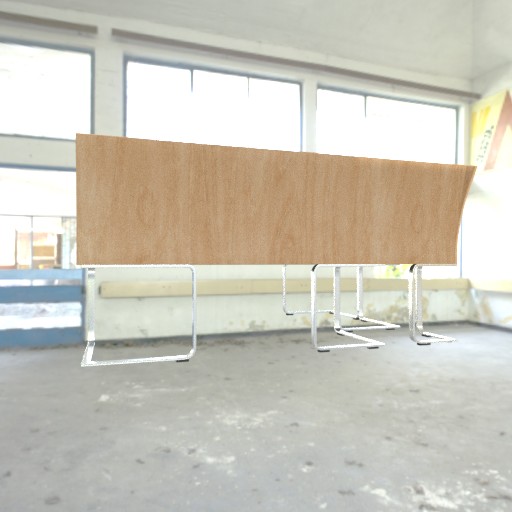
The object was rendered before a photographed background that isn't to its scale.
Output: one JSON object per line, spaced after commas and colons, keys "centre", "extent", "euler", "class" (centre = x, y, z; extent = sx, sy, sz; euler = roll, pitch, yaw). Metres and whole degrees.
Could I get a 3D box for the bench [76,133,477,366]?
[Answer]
{"centre": [0.000, 0.000, 2.717], "extent": [1.945, 0.930, 1.495], "euler": [0, -1, -18], "class": "bench"}
